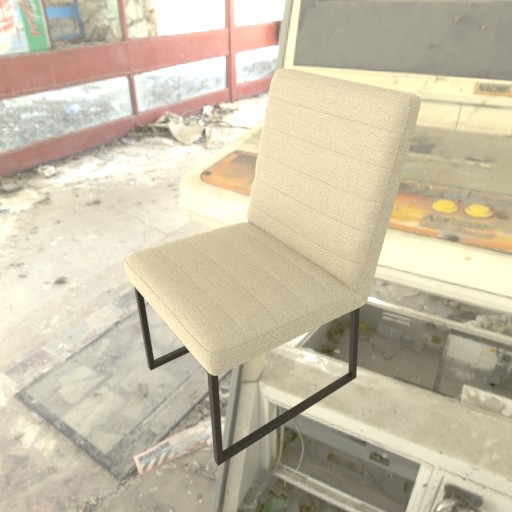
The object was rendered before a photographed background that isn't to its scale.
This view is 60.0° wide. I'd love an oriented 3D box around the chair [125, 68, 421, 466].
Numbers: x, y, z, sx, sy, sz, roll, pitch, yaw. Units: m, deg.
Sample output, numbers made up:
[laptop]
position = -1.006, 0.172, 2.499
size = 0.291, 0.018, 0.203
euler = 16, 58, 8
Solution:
[chair]
position = 0.000, 0.000, 1.301
size = 0.634, 0.930, 0.520
euler = -21, 37, -30
